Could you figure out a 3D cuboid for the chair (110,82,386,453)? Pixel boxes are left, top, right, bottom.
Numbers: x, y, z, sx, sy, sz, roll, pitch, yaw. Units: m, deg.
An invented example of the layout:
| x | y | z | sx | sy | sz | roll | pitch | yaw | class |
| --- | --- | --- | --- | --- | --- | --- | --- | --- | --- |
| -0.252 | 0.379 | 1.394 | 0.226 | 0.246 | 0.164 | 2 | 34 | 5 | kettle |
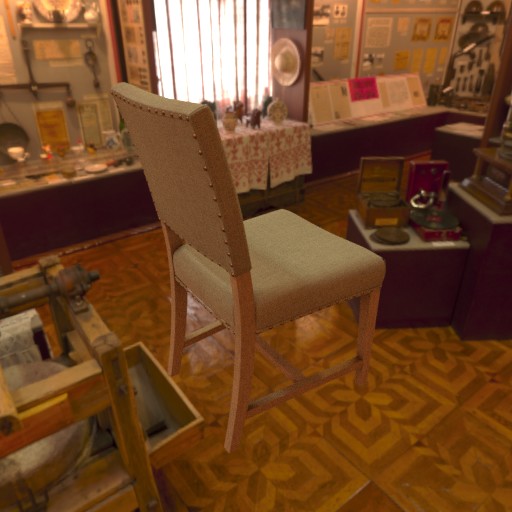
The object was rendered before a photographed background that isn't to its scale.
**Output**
| x | y | z | sx | sy | sz | roll | pitch | yaw | class |
| --- | --- | --- | --- | --- | --- | --- | --- | --- | --- |
| 0.000 | 0.000 | 1.347 | 0.622 | 0.986 | 0.508 | -19 | 33 | -31 | chair |
